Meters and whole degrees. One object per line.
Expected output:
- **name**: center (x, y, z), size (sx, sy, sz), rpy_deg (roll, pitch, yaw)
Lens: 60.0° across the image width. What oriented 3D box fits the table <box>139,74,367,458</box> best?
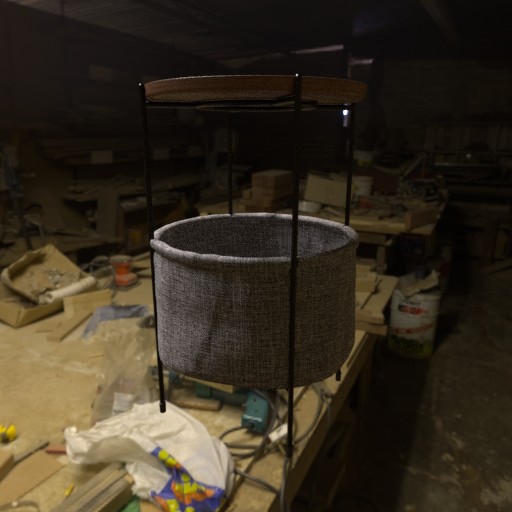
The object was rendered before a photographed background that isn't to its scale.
- **table**: center (0.000, 0.000, 0.873), size (0.400, 0.623, 0.400), rpy_deg (8, 18, 26)
